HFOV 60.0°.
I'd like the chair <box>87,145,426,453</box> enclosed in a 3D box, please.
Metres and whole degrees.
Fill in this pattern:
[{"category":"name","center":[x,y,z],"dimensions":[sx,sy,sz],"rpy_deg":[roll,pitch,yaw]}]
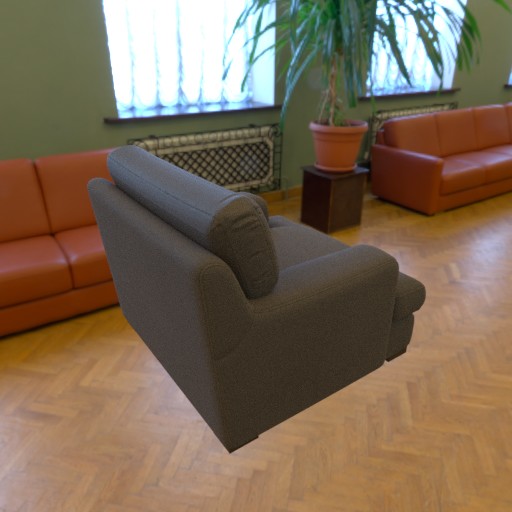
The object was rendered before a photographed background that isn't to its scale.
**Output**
[{"category":"chair","center":[0.000,0.000,2.042],"dimensions":[1.143,0.940,1.168],"rpy_deg":[-17,30,-31]}]
